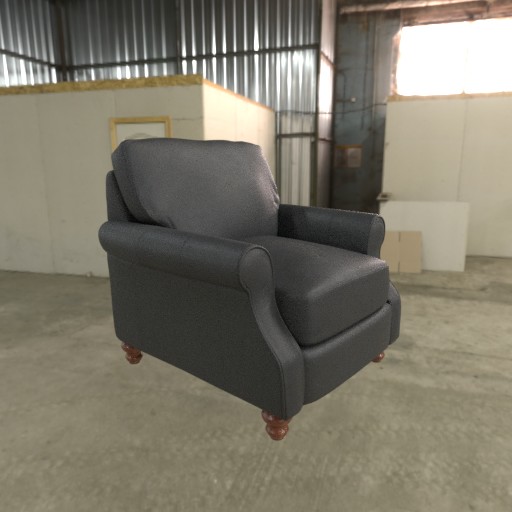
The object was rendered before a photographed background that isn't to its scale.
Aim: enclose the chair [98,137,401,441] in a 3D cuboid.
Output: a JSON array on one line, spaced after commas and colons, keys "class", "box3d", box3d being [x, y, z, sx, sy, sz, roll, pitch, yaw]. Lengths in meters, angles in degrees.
[{"class": "chair", "box3d": [0.000, 0.000, 1.854, 1.015, 0.960, 1.027, -13, 18, -43]}]
